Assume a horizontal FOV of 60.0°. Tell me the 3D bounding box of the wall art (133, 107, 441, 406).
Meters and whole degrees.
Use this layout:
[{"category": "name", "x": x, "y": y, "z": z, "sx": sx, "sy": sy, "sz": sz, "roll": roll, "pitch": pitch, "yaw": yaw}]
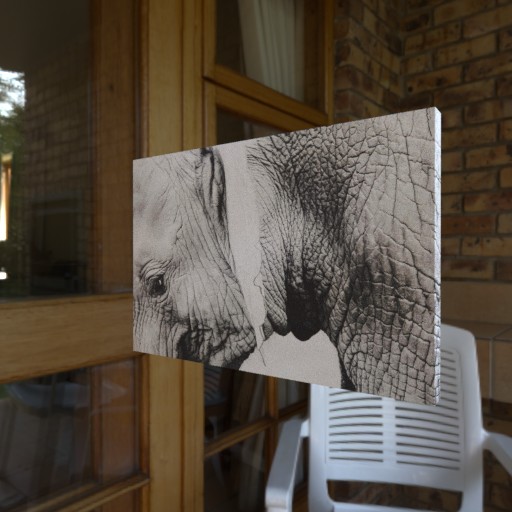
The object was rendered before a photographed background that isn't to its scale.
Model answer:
[{"category": "wall art", "x": 0.000, "y": 0.000, "z": 0.789, "sx": 0.613, "sy": 0.407, "sz": 0.035, "roll": 0, "pitch": 0, "yaw": 34}]
